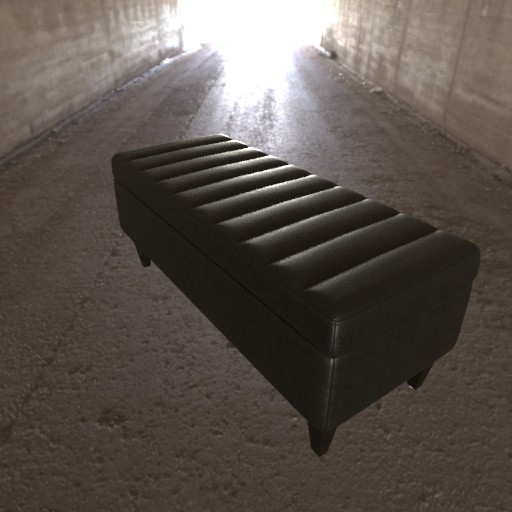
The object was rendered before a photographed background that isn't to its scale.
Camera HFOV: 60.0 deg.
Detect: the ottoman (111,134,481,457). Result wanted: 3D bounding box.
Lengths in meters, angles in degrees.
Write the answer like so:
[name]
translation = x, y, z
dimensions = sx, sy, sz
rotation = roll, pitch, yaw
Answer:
[ottoman]
translation = 0.000, 0.000, 1.392
dimensions = 0.482, 0.469, 1.151
rotation = -20, 36, -30
